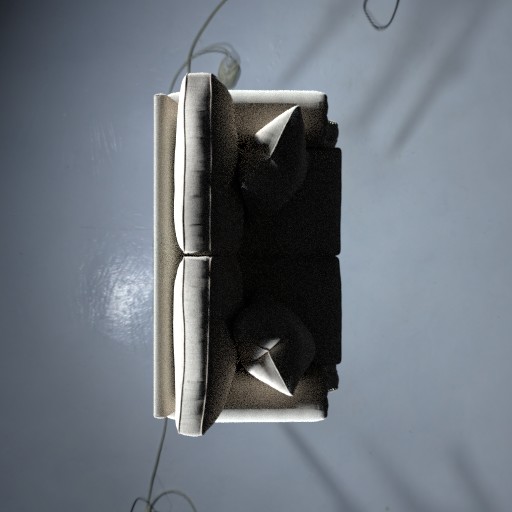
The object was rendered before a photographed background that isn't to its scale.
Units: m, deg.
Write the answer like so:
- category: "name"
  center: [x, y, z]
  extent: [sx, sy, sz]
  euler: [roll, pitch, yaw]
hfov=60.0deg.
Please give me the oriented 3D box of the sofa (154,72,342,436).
- category: "sofa"
  center: [0.000, 0.000, 2.371]
  extent: [0.966, 0.966, 1.701]
  euler: [0, 90, 0]
